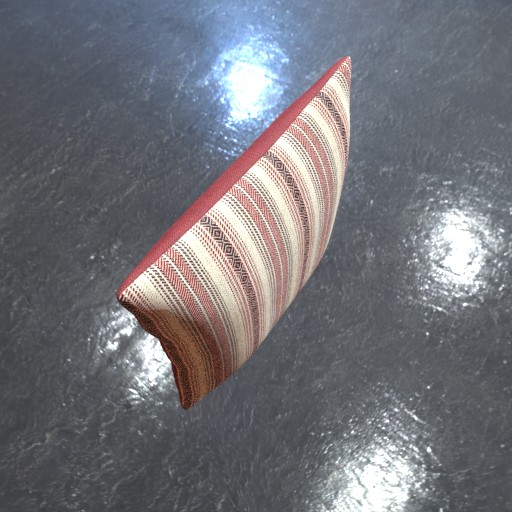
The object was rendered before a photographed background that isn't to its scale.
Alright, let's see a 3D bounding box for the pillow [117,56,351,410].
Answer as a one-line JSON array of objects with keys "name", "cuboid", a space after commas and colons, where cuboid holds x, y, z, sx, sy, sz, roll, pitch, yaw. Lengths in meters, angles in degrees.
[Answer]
[{"name": "pillow", "cuboid": [0.000, 0.000, 0.787, 0.166, 0.497, 0.513, 31, 64, 17]}]
